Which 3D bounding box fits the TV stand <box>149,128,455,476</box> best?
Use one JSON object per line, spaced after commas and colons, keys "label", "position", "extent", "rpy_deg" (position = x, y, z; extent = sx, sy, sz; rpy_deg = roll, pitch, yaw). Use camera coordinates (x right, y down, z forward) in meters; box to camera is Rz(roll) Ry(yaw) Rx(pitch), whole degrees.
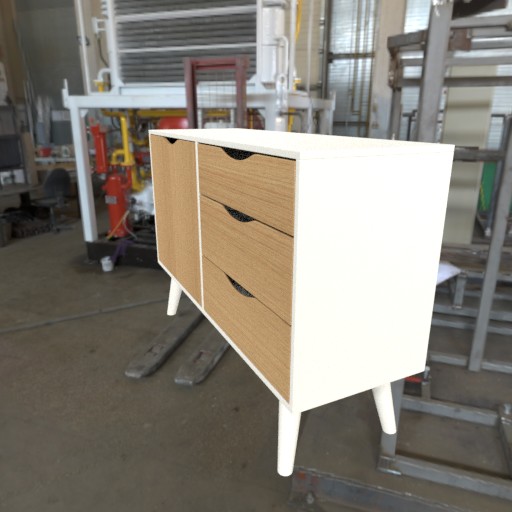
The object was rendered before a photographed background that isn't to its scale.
{"label": "TV stand", "position": [0.000, 0.000, 1.542], "extent": [0.406, 0.812, 1.193], "rpy_deg": [-9, 20, -25]}
